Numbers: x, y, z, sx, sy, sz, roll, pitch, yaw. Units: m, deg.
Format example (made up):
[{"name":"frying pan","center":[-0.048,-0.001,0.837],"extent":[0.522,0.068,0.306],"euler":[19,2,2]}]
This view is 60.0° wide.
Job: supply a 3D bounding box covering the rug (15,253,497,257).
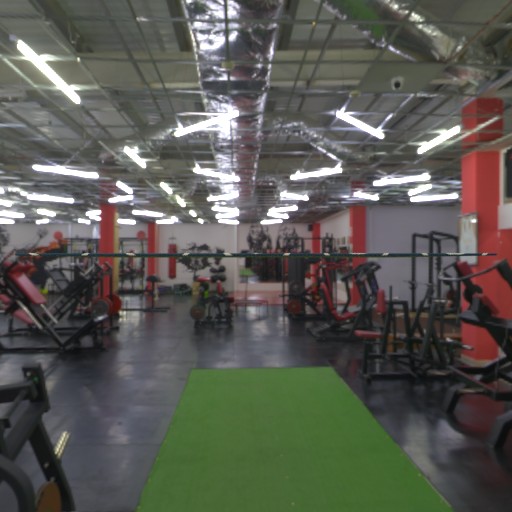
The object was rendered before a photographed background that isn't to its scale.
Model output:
[{"name":"rug","center":[0.000,0.000,2.714],"extent":[2.134,0.010,1.524],"euler":[0,-1,0]}]
